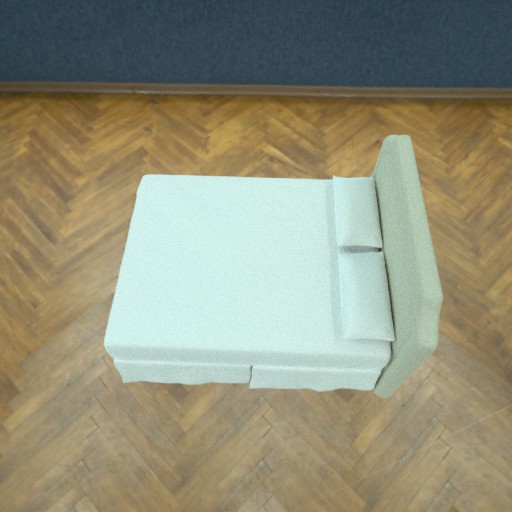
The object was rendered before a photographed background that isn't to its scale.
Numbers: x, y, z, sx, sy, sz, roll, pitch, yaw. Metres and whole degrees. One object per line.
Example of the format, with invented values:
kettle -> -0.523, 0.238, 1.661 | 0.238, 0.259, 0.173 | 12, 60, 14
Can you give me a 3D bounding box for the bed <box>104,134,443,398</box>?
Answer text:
bed -> 0.000, 0.000, 3.301 | 2.116, 1.290, 1.693 | 2, 58, 1
